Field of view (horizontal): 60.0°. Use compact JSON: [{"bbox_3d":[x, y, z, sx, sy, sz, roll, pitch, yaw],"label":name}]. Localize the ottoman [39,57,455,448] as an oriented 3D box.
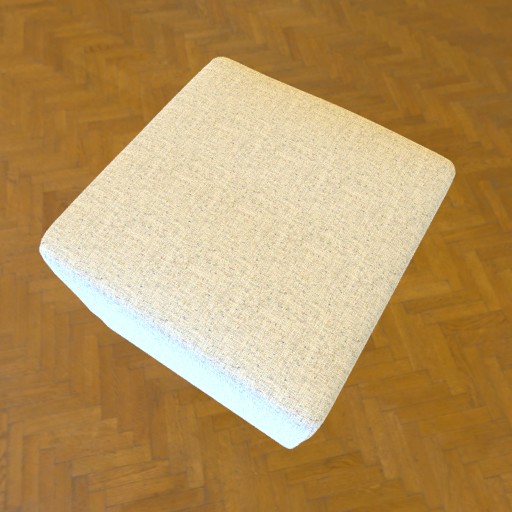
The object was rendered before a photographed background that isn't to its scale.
[{"bbox_3d":[0.000,0.000,0.889,0.512,0.453,0.521,30,68,14],"label":"ottoman"}]
